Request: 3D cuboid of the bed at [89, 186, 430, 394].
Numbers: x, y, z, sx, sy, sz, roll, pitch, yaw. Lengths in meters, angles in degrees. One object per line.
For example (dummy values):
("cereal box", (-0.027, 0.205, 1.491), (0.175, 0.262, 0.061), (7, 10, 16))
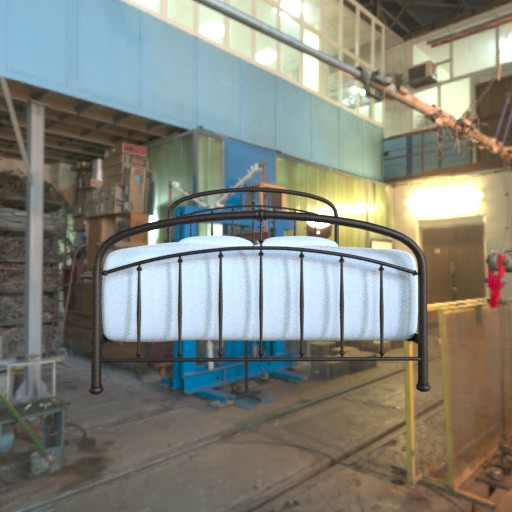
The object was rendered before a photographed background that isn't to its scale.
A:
("bed", (0.000, 0.000, 3.299), (1.711, 1.425, 2.180), (0, -1, -1))
